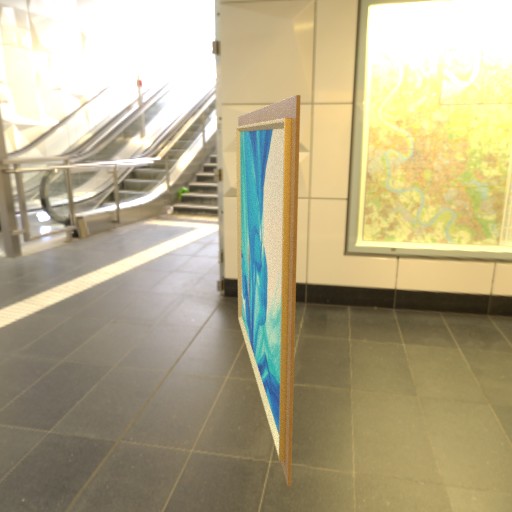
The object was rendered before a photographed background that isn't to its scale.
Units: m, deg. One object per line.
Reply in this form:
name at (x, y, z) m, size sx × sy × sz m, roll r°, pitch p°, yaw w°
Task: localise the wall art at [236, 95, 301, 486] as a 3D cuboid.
wall art at (0.000, 0.000, 1.699) m, size 0.025 × 1.067 × 1.168 m, roll -2°, pitch 15°, yaw -8°
